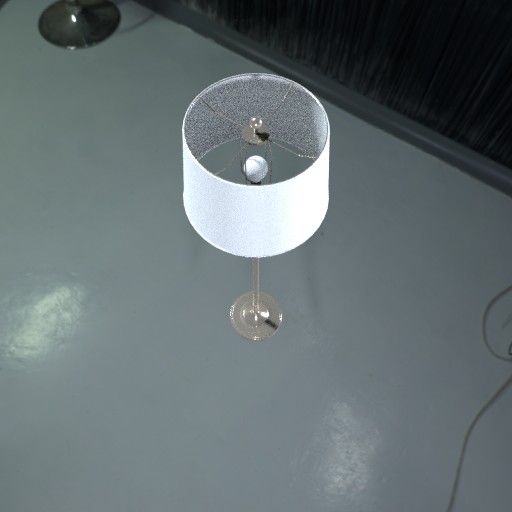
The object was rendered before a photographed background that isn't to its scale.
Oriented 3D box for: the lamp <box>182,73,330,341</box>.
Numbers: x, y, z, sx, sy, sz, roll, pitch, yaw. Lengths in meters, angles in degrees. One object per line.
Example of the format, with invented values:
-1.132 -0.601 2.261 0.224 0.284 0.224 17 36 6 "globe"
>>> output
0.000 0.000 1.711 0.431 1.488 0.431 0 64 0 "lamp"
